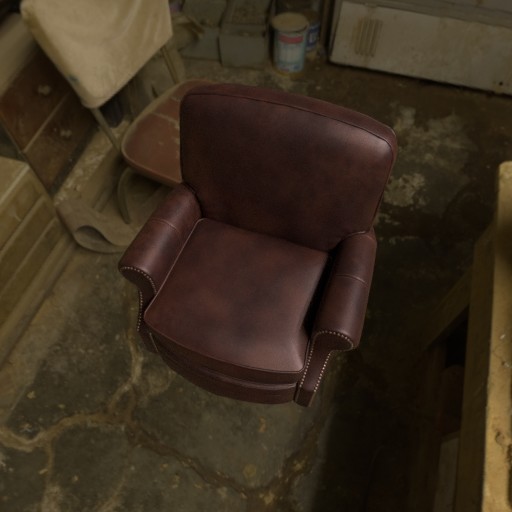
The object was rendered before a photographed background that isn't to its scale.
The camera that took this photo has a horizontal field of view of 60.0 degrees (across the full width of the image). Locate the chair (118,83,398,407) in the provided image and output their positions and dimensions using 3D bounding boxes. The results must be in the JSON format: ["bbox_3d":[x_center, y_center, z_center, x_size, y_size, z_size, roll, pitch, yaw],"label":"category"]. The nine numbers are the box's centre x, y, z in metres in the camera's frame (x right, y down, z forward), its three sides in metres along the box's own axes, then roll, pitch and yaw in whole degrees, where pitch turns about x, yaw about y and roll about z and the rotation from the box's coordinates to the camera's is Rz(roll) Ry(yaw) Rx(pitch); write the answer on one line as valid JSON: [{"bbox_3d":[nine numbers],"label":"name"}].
[{"bbox_3d":[0.000,0.000,1.799,0.936,1.018,0.986,17,59,10],"label":"chair"}]
